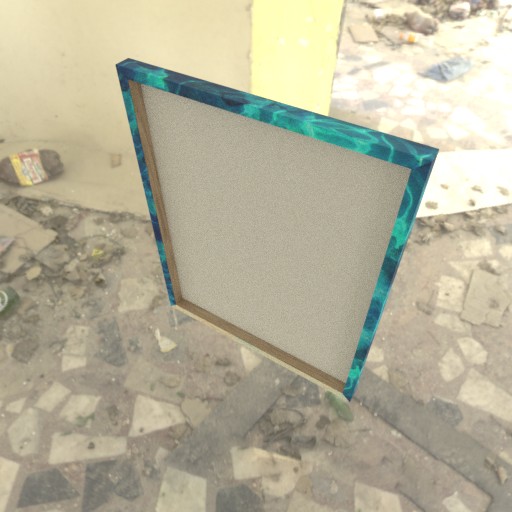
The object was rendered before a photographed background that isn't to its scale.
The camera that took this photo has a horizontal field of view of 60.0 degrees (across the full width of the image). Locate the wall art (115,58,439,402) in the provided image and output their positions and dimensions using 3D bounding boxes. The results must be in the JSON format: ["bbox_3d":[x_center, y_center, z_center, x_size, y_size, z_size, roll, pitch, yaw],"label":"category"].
[{"bbox_3d":[0.000,0.000,1.024,0.609,0.760,0.038,24,51,21],"label":"wall art"}]
